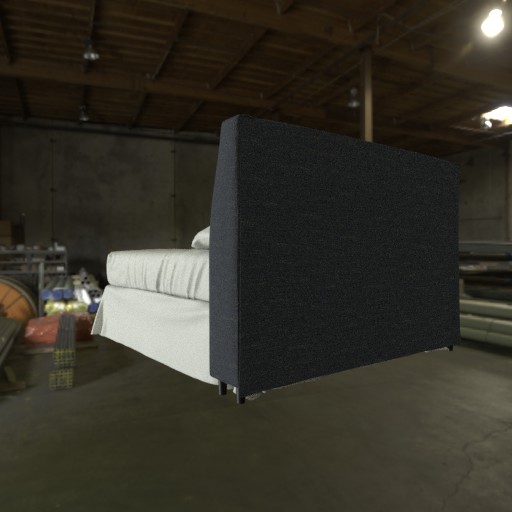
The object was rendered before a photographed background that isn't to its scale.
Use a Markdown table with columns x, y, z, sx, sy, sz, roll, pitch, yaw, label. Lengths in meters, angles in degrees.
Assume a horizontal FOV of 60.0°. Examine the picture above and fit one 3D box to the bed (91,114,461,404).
| x | y | z | sx | sy | sz | roll | pitch | yaw | label |
| --- | --- | --- | --- | --- | --- | --- | --- | --- | --- |
| 0.000 | 0.000 | 3.436 | 1.925 | 1.332 | 2.276 | 0 | 1 | -37 | bed |
